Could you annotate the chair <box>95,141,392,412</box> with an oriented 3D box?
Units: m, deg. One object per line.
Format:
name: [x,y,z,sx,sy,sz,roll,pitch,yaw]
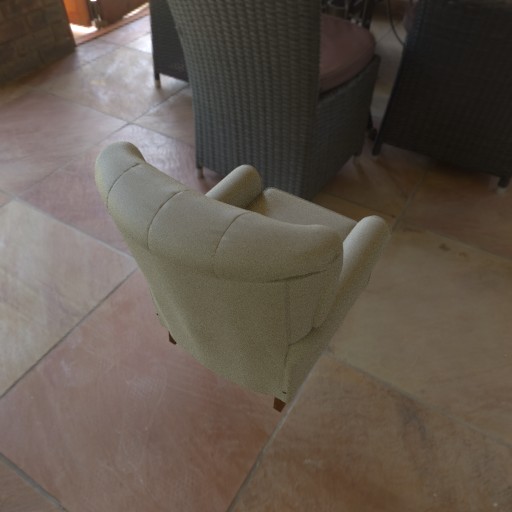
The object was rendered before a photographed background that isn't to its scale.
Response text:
chair: [0.000,0.000,1.924,0.943,1.158,1.059,26,52,23]
